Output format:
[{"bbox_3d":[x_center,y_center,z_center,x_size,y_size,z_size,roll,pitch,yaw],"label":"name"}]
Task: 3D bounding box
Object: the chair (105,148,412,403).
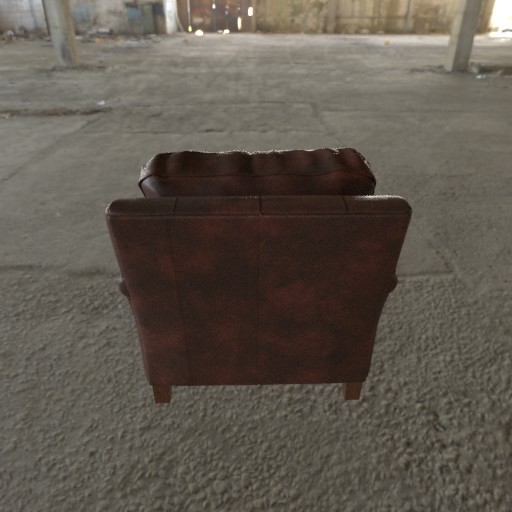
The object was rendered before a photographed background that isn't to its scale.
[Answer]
[{"bbox_3d":[0.000,0.000,1.980,0.987,1.051,1.156,-1,29,-1],"label":"chair"}]
